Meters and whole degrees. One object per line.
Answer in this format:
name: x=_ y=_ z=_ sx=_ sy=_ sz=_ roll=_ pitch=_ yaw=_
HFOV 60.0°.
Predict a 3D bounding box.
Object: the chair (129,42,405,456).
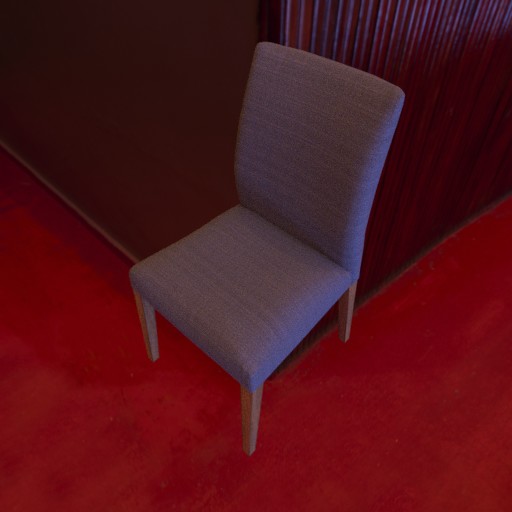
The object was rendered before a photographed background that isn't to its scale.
chair: x=0.000 y=0.000 z=1.260 sx=0.496 sy=0.940 sz=0.585 roll=34 pitch=55 yaw=29
